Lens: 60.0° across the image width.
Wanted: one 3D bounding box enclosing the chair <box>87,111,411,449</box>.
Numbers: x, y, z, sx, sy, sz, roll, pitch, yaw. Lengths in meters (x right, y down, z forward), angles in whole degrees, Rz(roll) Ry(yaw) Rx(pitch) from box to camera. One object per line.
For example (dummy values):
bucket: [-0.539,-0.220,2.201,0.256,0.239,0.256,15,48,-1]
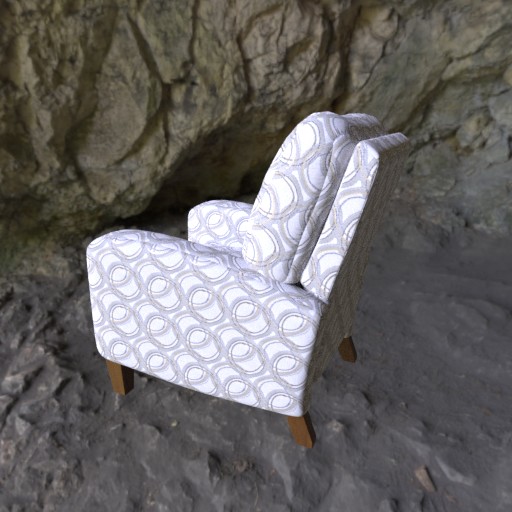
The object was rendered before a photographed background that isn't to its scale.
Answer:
chair: [0.000,0.000,1.725,0.995,1.065,0.796,8,19,24]
